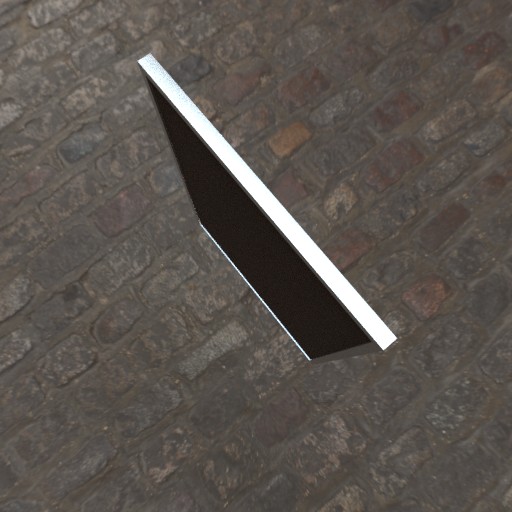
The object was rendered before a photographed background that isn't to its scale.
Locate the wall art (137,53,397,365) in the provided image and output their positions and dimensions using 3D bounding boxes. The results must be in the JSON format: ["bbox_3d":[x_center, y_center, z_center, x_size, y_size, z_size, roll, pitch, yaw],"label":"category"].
[{"bbox_3d":[0.000,0.000,1.412,0.037,1.062,0.801,-37,78,-9],"label":"wall art"}]
